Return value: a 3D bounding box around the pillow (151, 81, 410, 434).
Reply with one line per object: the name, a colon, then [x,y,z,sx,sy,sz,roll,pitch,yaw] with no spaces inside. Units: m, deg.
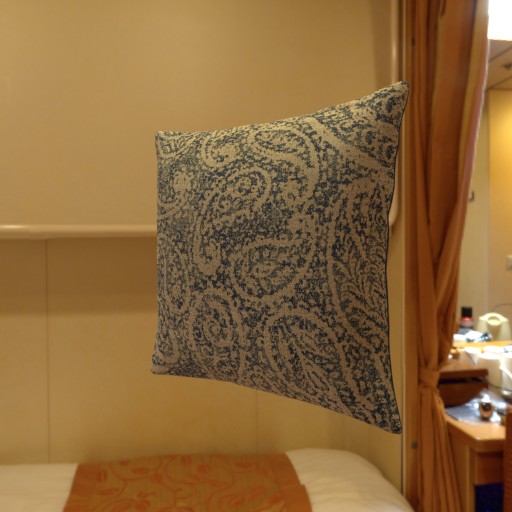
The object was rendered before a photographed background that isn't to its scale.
pillow: [0.000,0.000,0.784,0.523,0.510,0.166,1,2,34]
